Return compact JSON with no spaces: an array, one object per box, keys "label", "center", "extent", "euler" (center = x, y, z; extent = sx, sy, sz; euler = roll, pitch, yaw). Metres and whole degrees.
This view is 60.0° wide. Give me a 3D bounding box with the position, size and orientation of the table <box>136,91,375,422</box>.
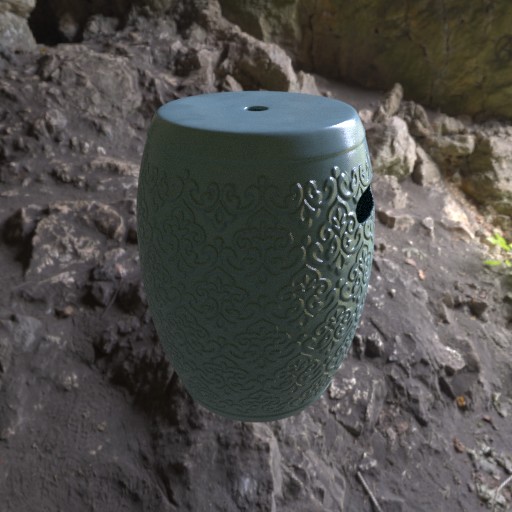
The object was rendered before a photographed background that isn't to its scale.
[{"label":"table","center":[0.000,0.000,0.610],"extent":[0.309,0.397,0.309],"euler":[0,30,0]}]
